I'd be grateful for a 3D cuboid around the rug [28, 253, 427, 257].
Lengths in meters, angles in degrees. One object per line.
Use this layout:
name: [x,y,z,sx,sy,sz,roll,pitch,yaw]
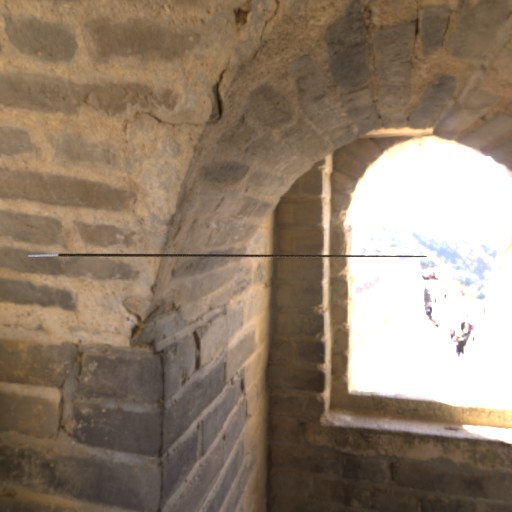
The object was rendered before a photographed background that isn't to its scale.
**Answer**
rug: [0.000,0.000,2.742,2.430,0.012,0.759,0,0,-35]
